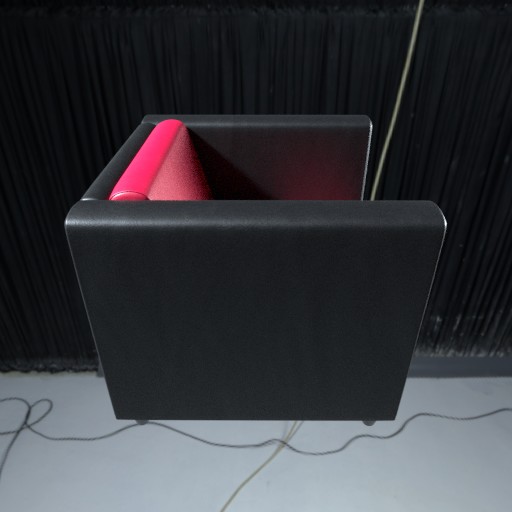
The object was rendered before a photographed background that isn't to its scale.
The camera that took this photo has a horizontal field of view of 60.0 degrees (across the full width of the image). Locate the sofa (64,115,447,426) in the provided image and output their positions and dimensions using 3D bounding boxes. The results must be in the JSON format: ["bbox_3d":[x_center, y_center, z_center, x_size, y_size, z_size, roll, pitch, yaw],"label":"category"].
[{"bbox_3d":[0.000,0.000,1.434,0.809,0.724,0.839,0,32,0],"label":"sofa"}]
